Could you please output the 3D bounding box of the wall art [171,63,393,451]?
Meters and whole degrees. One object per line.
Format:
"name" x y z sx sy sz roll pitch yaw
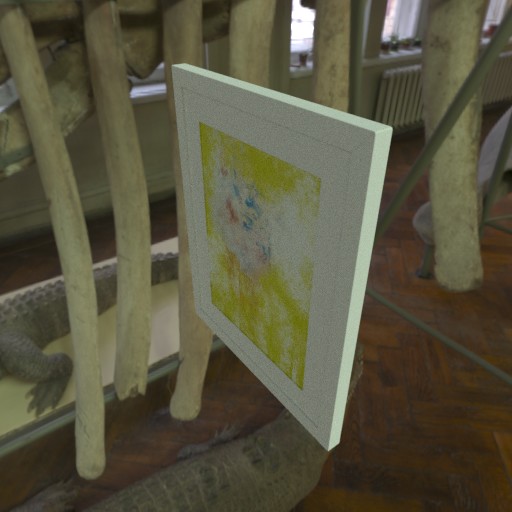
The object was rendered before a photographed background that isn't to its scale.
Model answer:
"wall art" 0.000 0.000 0.768 0.028 0.556 0.454 -22 39 -30
